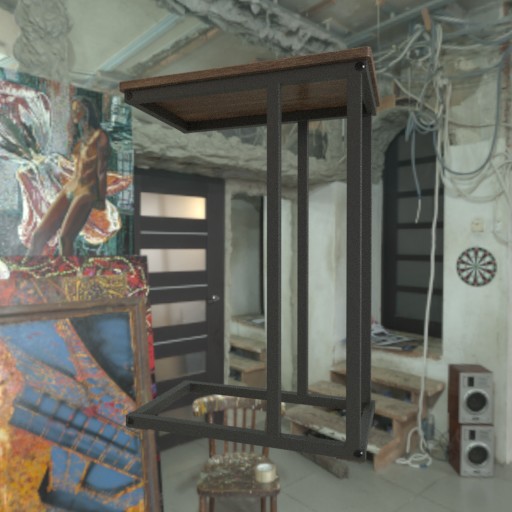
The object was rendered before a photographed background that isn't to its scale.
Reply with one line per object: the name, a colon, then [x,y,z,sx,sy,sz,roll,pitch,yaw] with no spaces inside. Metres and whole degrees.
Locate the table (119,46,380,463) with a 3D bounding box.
table: [0.000,0.000,0.862,0.450,0.637,0.254,0,1,19]
